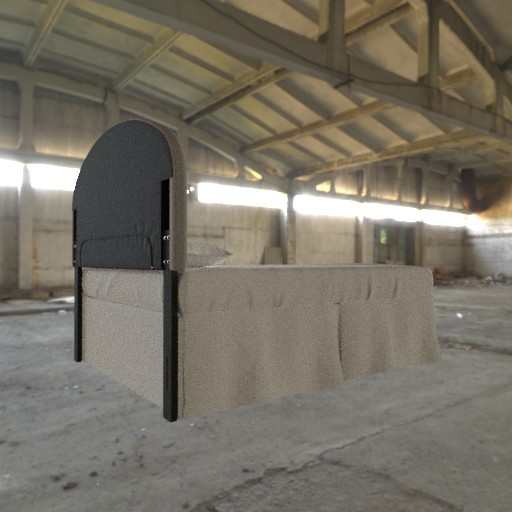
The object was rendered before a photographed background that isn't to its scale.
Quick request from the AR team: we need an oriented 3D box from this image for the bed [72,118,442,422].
[{"bbox_3d":[0.000,0.000,3.017,2.005,1.410,1.607,1,-1,-37],"label":"bed"}]
